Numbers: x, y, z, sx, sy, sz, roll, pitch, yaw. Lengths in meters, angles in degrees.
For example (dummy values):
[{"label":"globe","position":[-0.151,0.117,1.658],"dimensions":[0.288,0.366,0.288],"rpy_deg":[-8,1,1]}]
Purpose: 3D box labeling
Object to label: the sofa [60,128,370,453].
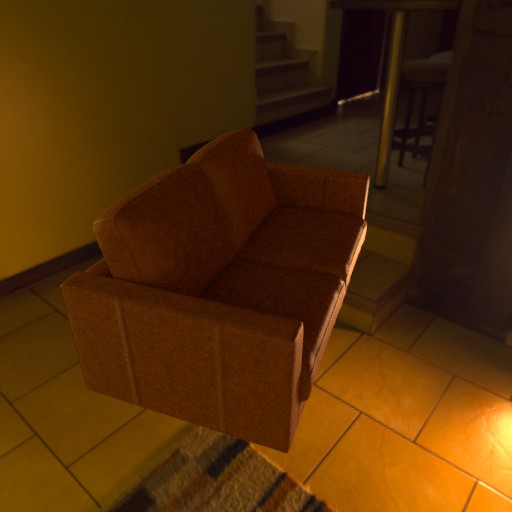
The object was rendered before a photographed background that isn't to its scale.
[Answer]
[{"label":"sofa","position":[0.000,0.000,2.178],"dimensions":[0.909,0.951,1.578],"rpy_deg":[11,32,18]}]
